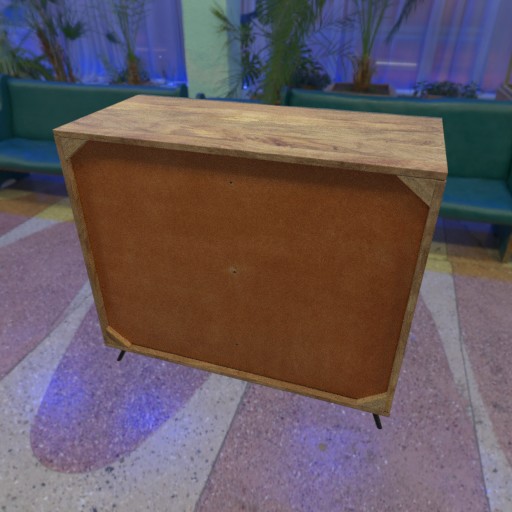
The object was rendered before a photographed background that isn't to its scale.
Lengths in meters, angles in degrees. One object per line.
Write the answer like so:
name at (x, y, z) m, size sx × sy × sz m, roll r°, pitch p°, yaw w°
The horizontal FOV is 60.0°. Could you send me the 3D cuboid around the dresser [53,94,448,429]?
dresser at (0.000, 0.000, 1.419) m, size 0.967 × 0.847 × 0.446 m, roll 10°, pitch 33°, yaw 15°
